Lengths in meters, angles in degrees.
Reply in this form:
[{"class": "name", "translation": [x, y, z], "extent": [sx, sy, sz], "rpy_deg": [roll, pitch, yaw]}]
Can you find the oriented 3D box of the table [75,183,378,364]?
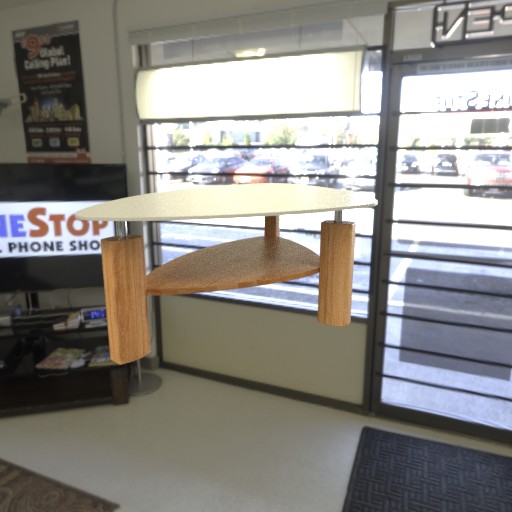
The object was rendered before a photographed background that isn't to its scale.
[{"class": "table", "translation": [0.000, 0.000, 1.648], "extent": [0.850, 0.440, 1.250], "rpy_deg": [7, 15, 26]}]
